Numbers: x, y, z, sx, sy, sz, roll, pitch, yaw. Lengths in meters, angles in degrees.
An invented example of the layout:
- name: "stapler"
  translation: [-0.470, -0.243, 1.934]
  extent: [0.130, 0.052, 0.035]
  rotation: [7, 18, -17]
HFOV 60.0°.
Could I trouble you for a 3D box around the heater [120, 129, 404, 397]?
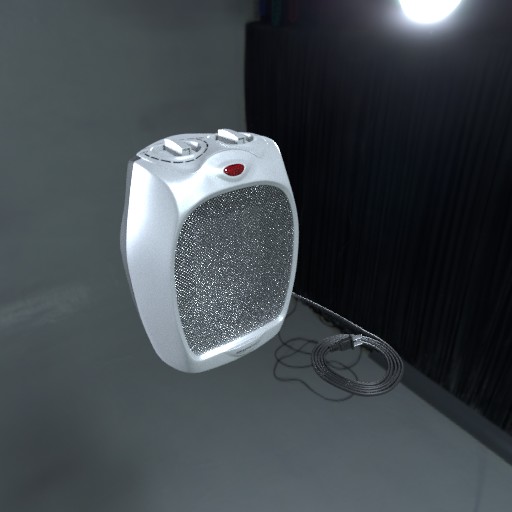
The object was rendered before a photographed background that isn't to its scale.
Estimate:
- name: "heater"
  translation: [0.000, 0.000, 0.468]
  extent: [0.239, 0.240, 0.291]
  rotation: [-21, 36, -32]
